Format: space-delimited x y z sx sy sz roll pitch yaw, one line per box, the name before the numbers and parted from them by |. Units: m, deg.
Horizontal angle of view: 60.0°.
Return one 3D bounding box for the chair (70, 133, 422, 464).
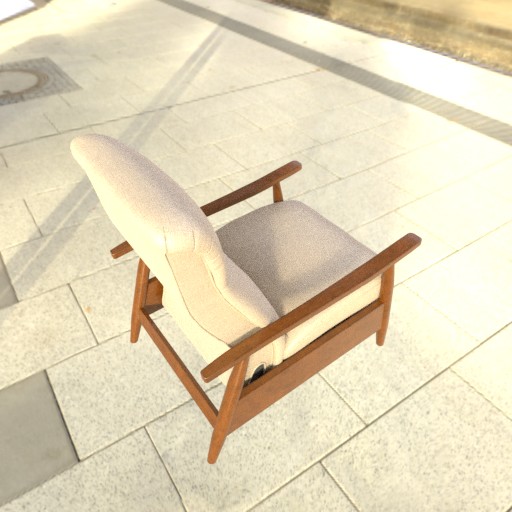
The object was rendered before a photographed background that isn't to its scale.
chair | 0.000 0.000 1.747 1.030 1.082 0.762 -26 47 -26
